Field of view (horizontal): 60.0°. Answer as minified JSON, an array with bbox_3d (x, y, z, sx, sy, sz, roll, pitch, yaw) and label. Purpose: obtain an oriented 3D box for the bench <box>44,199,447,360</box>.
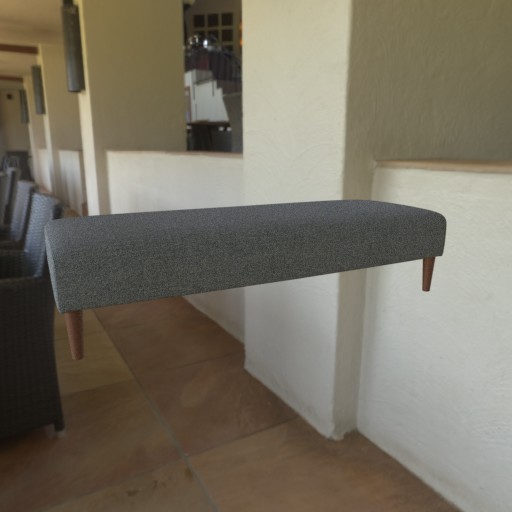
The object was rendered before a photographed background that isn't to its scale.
[{"bbox_3d":[0.000,0.000,1.890,1.598,0.384,0.631,-7,15,-26],"label":"bench"}]
